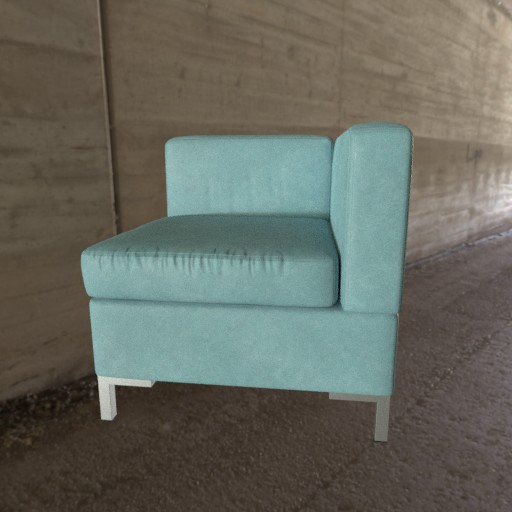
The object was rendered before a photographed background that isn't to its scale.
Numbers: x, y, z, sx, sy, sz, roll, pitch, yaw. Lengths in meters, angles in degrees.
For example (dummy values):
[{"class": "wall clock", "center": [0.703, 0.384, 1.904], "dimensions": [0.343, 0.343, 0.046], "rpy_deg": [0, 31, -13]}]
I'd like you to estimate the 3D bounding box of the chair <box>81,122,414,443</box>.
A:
[{"class": "chair", "center": [0.000, 0.000, 1.201], "dimensions": [0.680, 0.660, 0.680], "rpy_deg": [2, 13, 7]}]
